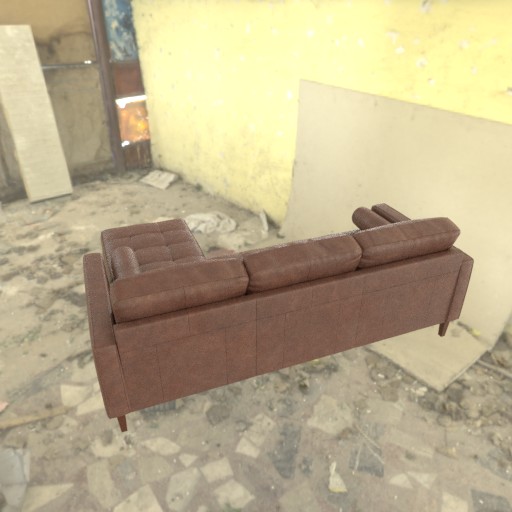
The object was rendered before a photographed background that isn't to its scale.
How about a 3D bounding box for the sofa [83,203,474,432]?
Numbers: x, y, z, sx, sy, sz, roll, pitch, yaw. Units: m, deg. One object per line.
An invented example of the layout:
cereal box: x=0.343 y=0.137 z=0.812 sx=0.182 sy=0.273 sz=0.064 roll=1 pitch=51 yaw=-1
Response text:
sofa: x=0.000 y=0.000 z=2.998 sx=2.185 sy=0.841 sz=1.613 roll=-11 pitch=32 yaw=-18
